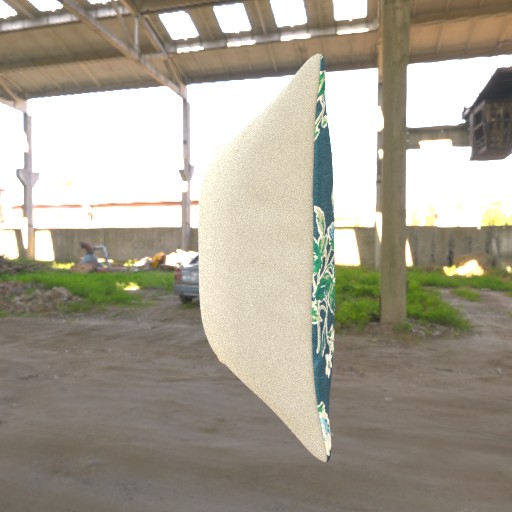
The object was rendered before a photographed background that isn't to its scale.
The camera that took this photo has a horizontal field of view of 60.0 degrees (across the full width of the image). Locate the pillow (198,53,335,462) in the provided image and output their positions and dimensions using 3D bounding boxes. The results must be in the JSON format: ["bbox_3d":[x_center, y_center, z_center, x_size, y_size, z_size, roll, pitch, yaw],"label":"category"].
[{"bbox_3d":[0.000,0.000,0.793,0.166,0.508,0.525,0,1,-19],"label":"pillow"}]
